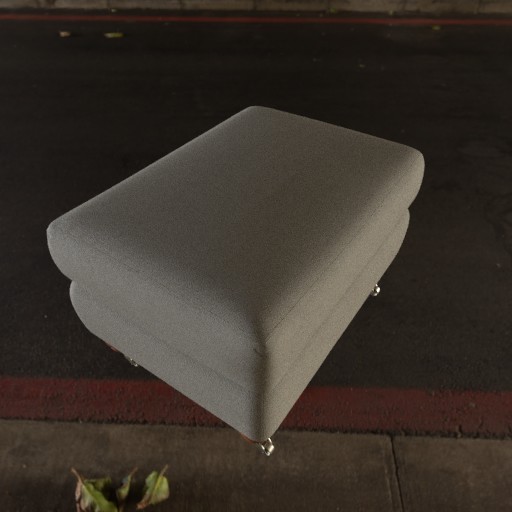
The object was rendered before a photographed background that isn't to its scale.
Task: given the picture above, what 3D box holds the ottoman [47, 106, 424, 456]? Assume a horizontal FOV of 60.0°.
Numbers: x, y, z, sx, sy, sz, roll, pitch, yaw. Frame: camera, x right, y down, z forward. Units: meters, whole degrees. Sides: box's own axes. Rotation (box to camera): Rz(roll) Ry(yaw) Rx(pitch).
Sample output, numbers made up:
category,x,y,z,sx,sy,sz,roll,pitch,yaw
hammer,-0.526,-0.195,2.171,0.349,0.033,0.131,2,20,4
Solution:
category,x,y,z,sx,sy,sz,roll,pitch,yaw
ottoman,0.000,0.000,1.146,0.569,0.504,0.773,24,47,25
